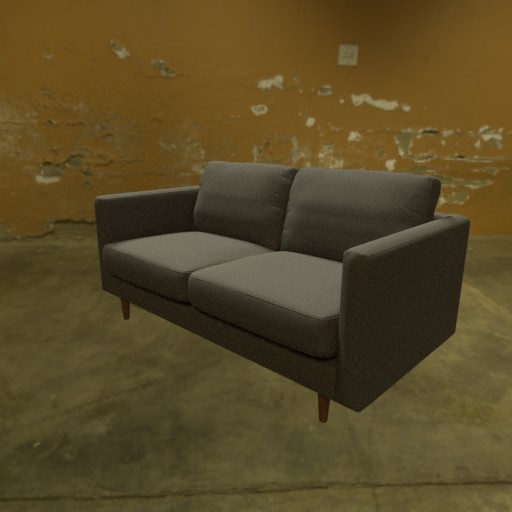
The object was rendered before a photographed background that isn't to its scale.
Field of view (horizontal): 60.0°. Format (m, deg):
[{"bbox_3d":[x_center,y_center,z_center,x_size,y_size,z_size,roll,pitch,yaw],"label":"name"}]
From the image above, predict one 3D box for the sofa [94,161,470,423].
[{"bbox_3d":[0.000,0.000,2.230,1.713,0.866,0.940,14,21,42],"label":"sofa"}]
